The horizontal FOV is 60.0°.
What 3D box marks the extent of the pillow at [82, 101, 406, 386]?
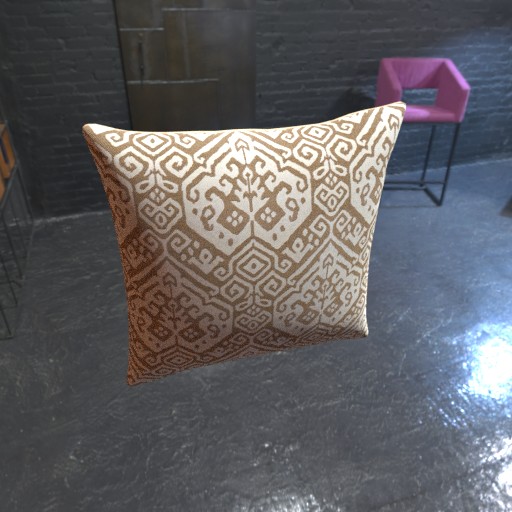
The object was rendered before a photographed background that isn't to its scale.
[{"bbox_3d":[0.000,0.000,0.643,0.419,0.407,0.173,-9,32,-14],"label":"pillow"}]
